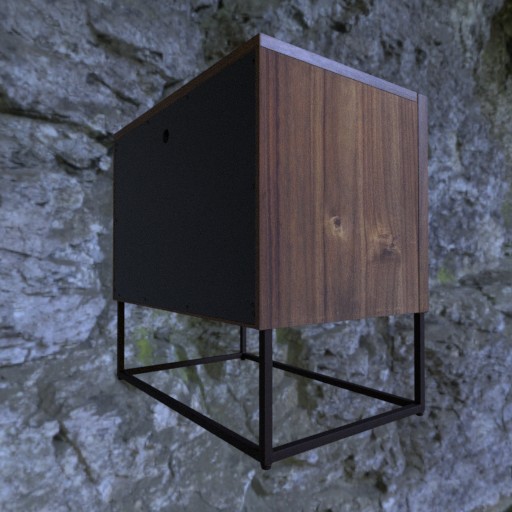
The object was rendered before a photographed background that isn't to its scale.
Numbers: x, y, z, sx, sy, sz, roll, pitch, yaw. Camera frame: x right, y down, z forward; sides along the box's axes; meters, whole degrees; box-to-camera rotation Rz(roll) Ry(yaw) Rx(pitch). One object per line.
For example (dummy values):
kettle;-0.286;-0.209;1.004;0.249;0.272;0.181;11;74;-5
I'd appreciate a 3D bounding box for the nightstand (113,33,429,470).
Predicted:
nightstand;0.000;0.000;0.984;0.437;0.610;0.610;1;-1;-36
